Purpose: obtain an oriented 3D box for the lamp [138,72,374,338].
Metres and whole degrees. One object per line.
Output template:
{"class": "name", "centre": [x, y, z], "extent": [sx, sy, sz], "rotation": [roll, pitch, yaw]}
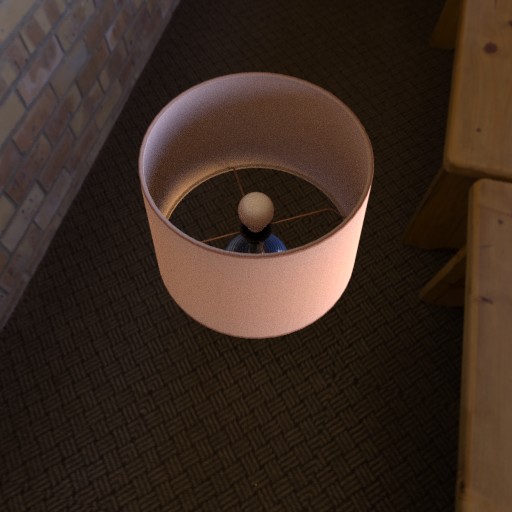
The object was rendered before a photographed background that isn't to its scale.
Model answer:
{"class": "lamp", "centre": [0.000, 0.000, 0.875], "extent": [0.367, 0.609, 0.367], "rotation": [0, 63, 0]}
